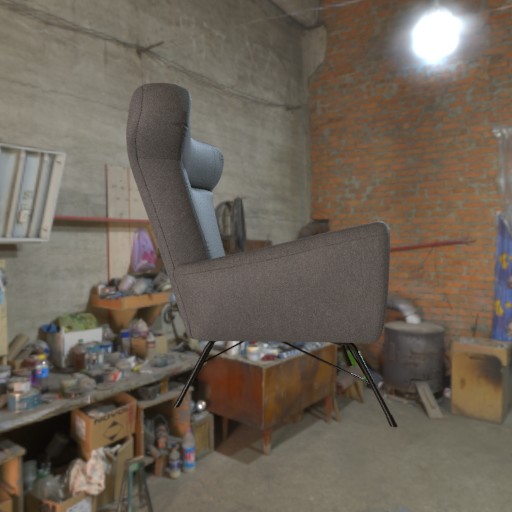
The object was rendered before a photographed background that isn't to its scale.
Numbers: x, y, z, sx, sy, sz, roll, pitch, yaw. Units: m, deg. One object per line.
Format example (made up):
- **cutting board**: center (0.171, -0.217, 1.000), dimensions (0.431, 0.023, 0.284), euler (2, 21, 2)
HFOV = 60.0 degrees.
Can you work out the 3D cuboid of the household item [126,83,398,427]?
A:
- **household item**: center (0.000, 0.000, 1.751), dimensions (0.900, 1.050, 0.980), euler (0, 0, 2)
